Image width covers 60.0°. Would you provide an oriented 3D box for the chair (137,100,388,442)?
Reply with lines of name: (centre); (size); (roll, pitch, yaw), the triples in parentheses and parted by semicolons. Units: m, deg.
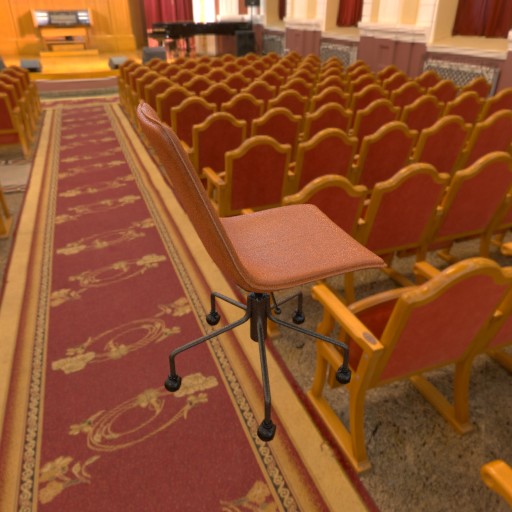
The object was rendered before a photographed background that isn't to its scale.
chair: (0.000, 0.000, 1.383); (0.660, 0.920, 0.651); (-10, 31, -18)
